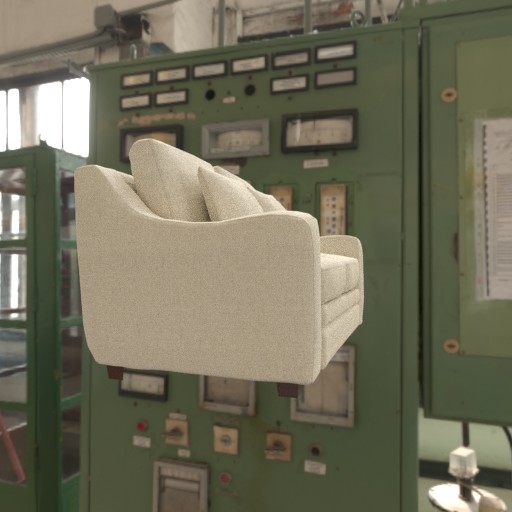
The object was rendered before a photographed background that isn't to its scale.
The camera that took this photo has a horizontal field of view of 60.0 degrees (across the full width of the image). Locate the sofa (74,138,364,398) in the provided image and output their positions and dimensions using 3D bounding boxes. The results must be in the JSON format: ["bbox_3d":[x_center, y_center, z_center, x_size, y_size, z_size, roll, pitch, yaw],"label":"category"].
[{"bbox_3d":[0.000,0.000,2.463,1.040,1.047,1.744,0,-1,19],"label":"sofa"}]
